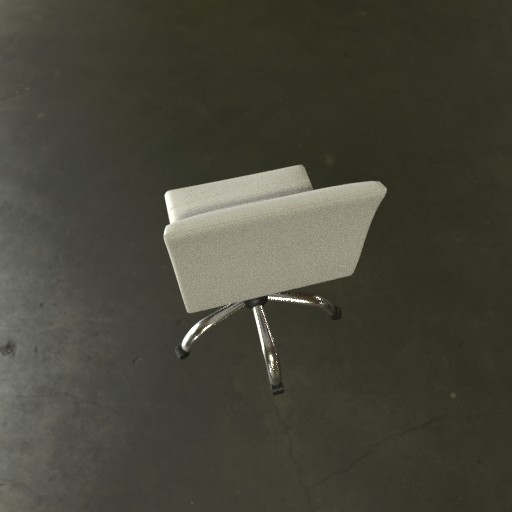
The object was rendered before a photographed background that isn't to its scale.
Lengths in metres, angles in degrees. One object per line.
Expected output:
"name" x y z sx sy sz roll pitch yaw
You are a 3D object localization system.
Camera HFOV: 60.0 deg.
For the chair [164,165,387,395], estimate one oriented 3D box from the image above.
"chair" 0.000 0.000 1.142 0.556 0.780 0.530 -13 59 -8
